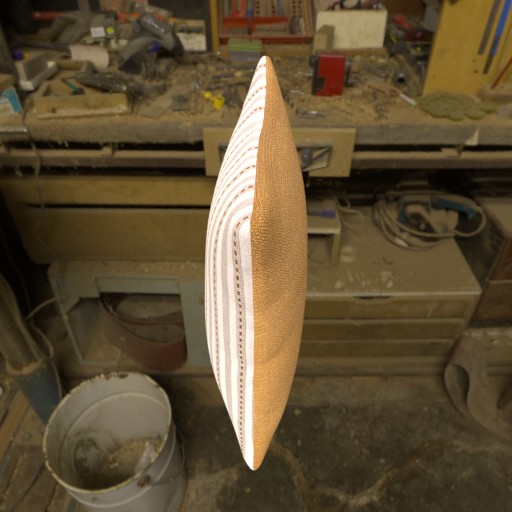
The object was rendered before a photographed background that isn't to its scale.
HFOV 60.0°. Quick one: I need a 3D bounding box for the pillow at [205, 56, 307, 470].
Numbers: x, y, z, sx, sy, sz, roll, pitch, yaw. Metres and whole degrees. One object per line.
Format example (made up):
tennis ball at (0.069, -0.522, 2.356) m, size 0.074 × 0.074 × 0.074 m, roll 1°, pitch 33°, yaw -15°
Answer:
pillow at (0.000, 0.000, 0.647) m, size 0.147 × 0.437 × 0.432 m, roll 1°, pitch 41°, yaw 1°
